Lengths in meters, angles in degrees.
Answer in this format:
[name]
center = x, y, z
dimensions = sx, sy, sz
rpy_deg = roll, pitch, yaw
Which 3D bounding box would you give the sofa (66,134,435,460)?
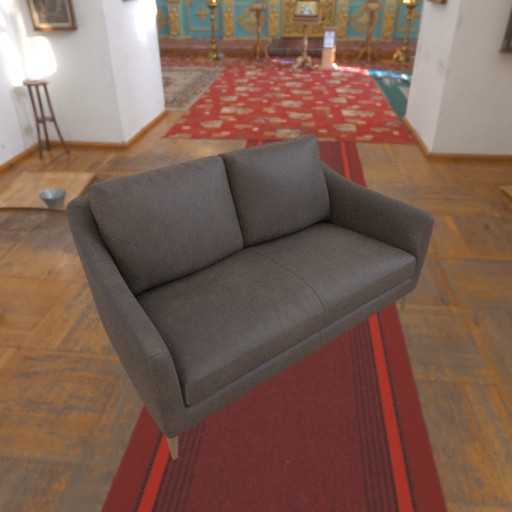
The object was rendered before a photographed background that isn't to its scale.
[sofa]
center = 0.000, 0.000, 2.203
dimensions = 1.619, 0.902, 0.960
rpy_deg = -22, 37, -33
